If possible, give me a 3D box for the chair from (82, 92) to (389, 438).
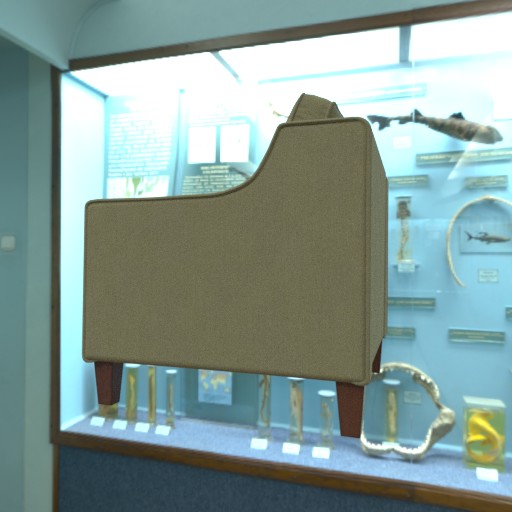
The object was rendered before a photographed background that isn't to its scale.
[{"bbox_3d":[0.000,0.000,1.651,0.909,0.960,0.831,0,-1,20],"label":"chair"}]
